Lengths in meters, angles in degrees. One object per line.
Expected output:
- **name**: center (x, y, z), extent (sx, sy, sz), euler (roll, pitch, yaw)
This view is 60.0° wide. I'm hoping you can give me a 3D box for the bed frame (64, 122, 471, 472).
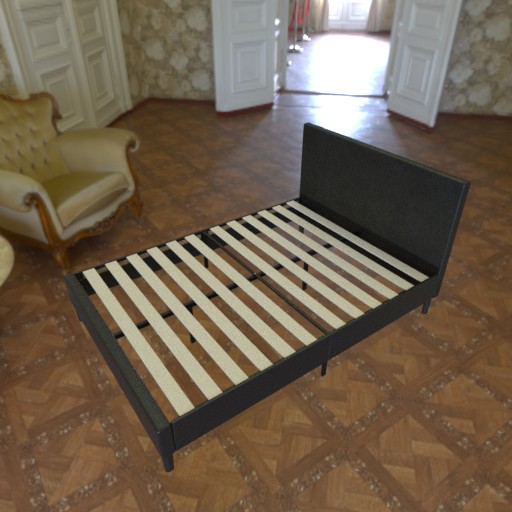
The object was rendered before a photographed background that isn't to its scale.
- **bed frame**: center (0.000, 0.000, 2.934), extent (2.152, 1.046, 1.469), euler (-22, 39, -29)
